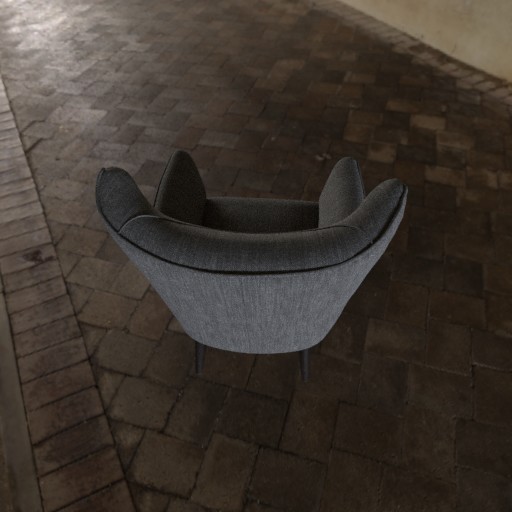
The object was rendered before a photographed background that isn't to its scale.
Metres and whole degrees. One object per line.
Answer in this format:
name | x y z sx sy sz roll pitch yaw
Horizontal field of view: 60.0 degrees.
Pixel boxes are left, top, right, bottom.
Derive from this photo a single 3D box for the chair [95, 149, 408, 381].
chair | 0.000 0.000 1.559 0.781 0.933 0.888 3 46 3
